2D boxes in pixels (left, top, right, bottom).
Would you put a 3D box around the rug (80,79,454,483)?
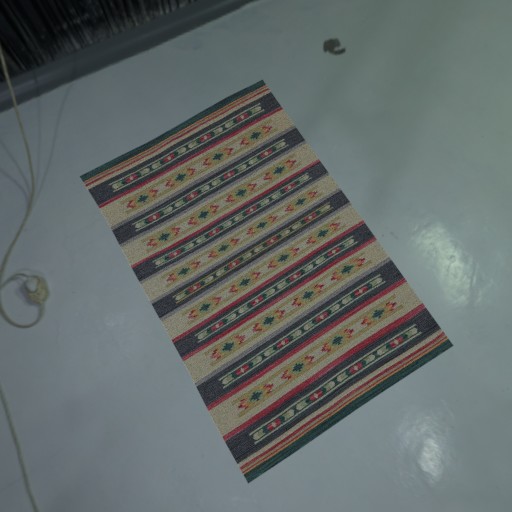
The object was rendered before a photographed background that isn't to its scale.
[{"bbox_3d":[0.000,0.000,2.961,1.522,0.010,2.311,-30,77,-8],"label":"rug"}]
